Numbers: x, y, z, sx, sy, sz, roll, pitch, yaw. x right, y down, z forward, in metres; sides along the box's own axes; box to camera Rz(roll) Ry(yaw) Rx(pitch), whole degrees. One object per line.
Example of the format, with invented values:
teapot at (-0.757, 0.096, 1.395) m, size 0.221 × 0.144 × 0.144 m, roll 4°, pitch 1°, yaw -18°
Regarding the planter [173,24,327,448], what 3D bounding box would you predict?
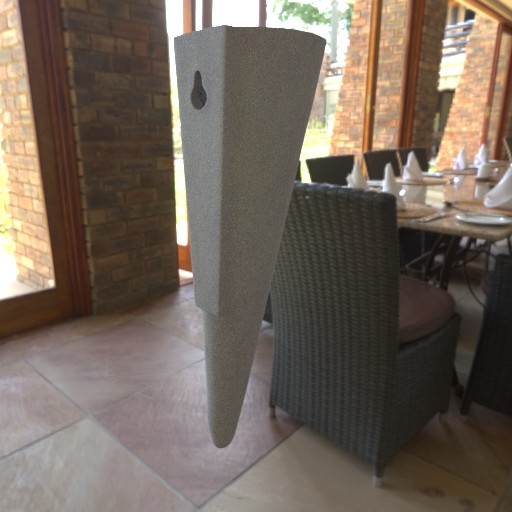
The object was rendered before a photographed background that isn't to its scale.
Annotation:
planter at (0.000, 0.000, 0.293) m, size 0.087 × 0.259 × 0.078 m, roll -15°, pitch 22°, yaw -42°
